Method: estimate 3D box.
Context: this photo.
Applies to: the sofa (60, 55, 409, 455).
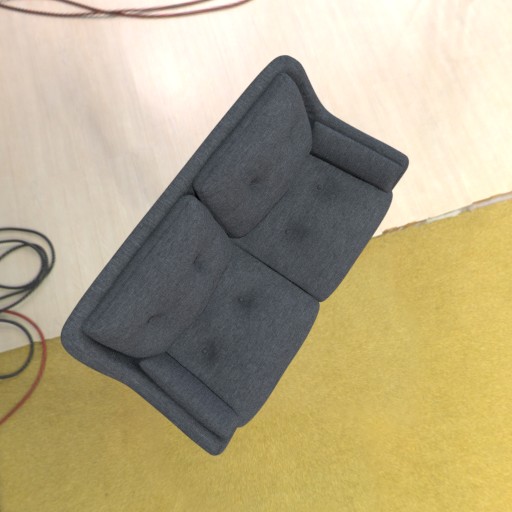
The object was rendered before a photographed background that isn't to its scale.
[{"bbox_3d":[0.000,0.000,2.487,0.975,0.896,1.929,33,78,8],"label":"sofa"}]
